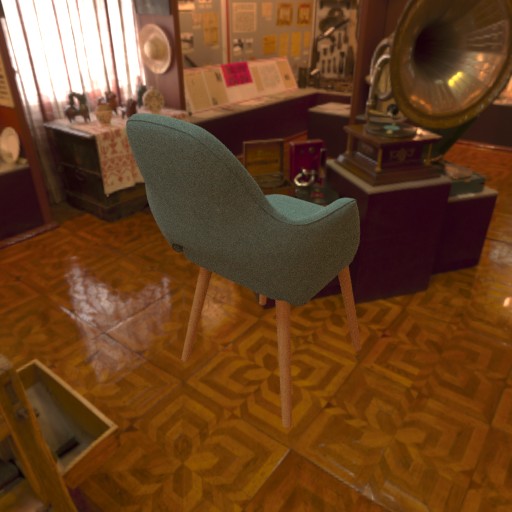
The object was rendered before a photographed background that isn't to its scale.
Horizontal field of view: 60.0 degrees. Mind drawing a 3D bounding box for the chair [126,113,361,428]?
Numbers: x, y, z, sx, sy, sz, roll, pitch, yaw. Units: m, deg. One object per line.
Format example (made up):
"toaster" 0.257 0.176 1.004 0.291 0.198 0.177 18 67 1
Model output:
"chair" 0.000 0.000 1.330 0.589 0.920 0.666 22 36 33
